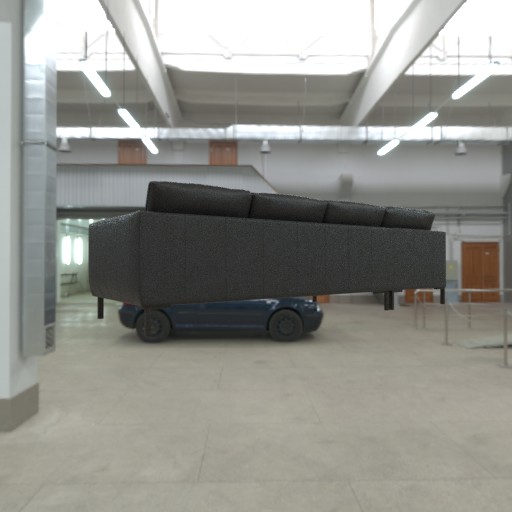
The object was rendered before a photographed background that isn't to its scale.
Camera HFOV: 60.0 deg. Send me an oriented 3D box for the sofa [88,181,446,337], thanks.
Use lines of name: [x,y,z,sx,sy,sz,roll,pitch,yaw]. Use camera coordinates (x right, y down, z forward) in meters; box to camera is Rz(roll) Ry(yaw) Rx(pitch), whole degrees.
sofa: [0.000,0.000,3.937,2.984,0.877,1.938,0,-1,-37]
